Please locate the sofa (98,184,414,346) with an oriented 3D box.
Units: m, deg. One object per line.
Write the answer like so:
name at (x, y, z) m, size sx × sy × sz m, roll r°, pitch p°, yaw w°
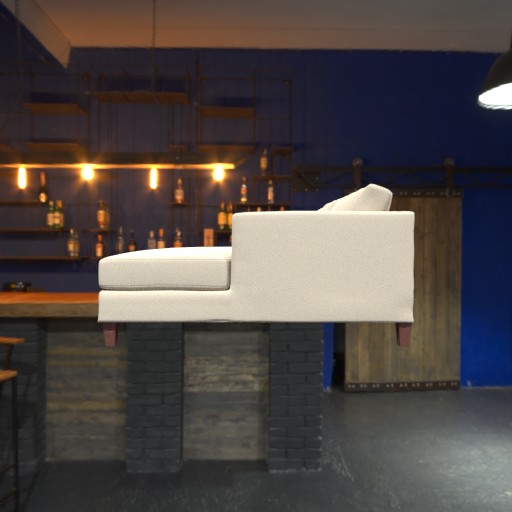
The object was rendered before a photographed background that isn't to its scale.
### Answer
sofa at (0.000, 0.000, 3.813) m, size 1.625 × 0.861 × 3.186 m, roll 0°, pitch 1°, yaw 0°
